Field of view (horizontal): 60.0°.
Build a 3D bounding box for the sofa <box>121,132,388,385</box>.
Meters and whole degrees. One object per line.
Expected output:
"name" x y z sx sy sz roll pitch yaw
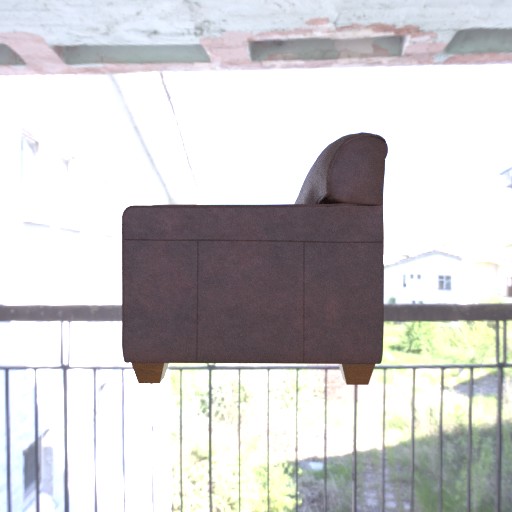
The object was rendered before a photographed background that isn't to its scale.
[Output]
"sofa" 0.000 0.000 2.586 1.008 0.953 2.039 0 0 1
